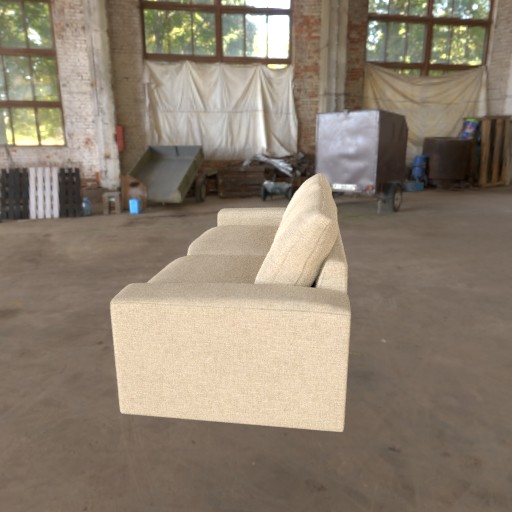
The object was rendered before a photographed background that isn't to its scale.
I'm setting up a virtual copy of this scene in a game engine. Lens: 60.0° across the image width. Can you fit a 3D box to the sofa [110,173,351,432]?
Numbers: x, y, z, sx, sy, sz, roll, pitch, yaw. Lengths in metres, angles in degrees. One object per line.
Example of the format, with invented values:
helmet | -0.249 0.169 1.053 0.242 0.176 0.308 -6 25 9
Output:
sofa | 0.000 0.000 2.877 1.040 0.922 2.299 2 16 7
